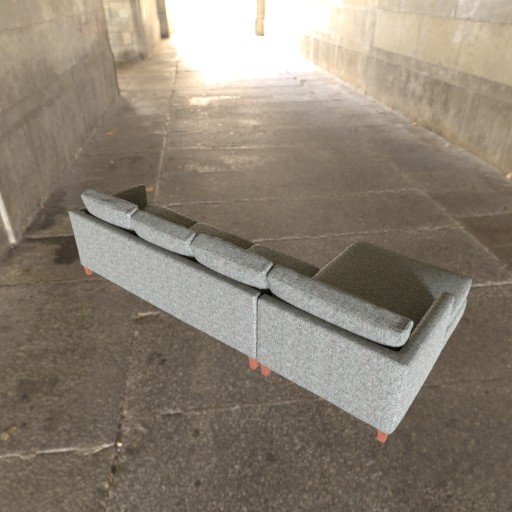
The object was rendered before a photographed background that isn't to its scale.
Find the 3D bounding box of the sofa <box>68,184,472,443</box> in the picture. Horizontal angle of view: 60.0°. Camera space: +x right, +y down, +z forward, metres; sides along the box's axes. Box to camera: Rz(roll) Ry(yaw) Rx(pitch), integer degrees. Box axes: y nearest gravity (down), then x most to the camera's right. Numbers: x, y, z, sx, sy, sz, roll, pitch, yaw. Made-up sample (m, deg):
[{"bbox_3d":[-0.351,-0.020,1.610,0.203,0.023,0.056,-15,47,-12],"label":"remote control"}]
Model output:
[{"bbox_3d":[0.000,0.000,4.123,3.485,0.960,1.635,22,37,32],"label":"sofa"}]
